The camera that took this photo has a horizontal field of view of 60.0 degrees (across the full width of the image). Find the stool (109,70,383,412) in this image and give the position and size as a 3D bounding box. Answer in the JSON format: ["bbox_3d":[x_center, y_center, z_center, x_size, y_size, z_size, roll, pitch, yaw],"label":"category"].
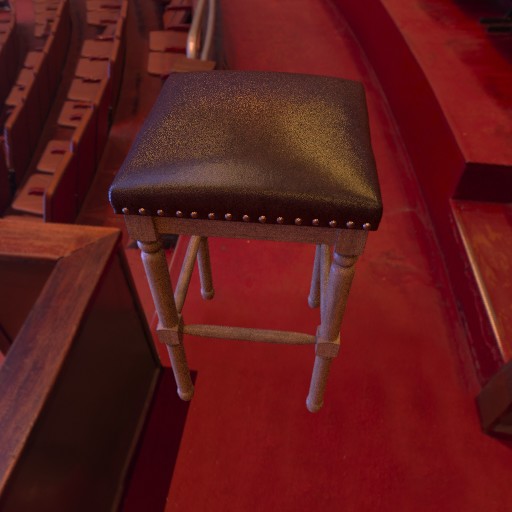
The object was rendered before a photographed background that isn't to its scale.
[{"bbox_3d":[0.000,0.000,0.948,0.383,0.702,0.382,4,46,4],"label":"stool"}]
